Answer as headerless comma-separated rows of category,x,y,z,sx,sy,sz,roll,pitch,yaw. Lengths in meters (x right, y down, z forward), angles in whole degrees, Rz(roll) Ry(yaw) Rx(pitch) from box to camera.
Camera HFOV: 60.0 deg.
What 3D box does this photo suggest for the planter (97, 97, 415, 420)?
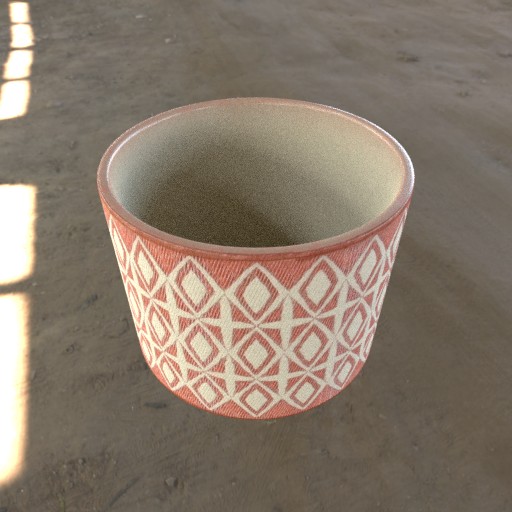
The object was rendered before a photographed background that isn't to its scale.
planter,0.000,0.000,0.470,0.273,0.237,0.273,0,41,0
